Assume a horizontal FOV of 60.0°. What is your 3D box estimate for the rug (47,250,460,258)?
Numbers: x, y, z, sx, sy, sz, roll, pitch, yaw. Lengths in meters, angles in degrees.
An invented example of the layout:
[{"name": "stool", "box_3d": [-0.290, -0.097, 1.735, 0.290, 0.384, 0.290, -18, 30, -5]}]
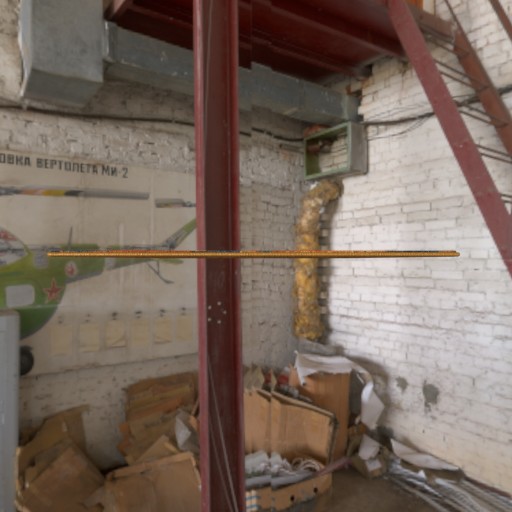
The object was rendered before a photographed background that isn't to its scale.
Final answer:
[{"name": "rug", "box_3d": [0.000, 0.000, 2.800, 1.588, 0.024, 2.204, 0, 0, 1]}]
